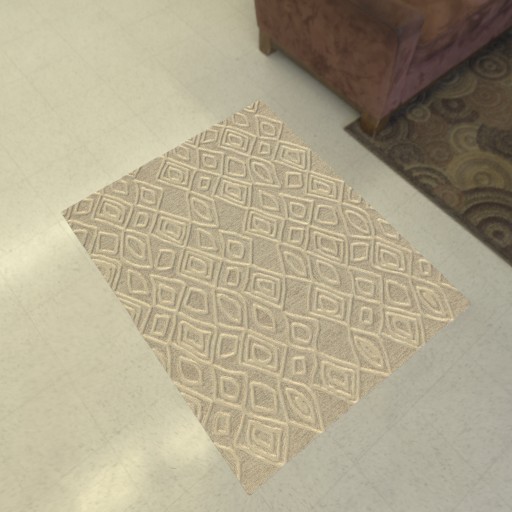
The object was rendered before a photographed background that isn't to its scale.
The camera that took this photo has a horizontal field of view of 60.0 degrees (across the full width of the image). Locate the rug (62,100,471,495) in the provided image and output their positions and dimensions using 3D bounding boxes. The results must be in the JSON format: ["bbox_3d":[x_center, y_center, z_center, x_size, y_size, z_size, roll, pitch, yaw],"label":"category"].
[{"bbox_3d":[0.000,0.000,4.083,2.449,0.025,3.049,-34,69,-16],"label":"rug"}]
